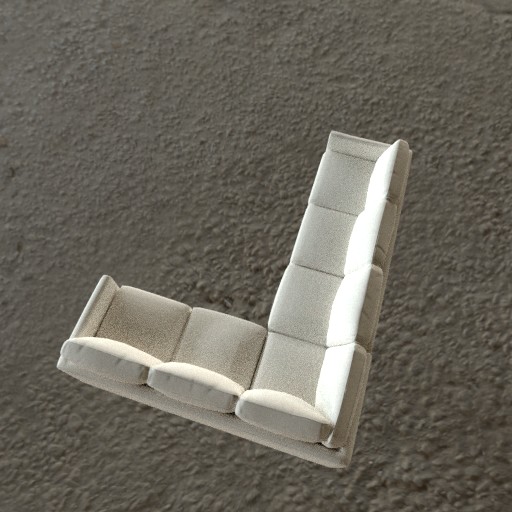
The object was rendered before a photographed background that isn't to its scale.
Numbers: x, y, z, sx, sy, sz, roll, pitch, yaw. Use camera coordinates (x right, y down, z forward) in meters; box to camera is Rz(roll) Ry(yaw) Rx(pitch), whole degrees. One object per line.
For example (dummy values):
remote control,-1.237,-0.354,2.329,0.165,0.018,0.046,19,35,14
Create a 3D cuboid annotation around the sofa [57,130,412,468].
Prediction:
sofa,0.000,0.000,4.494,2.593,0.947,3.302,16,65,8
